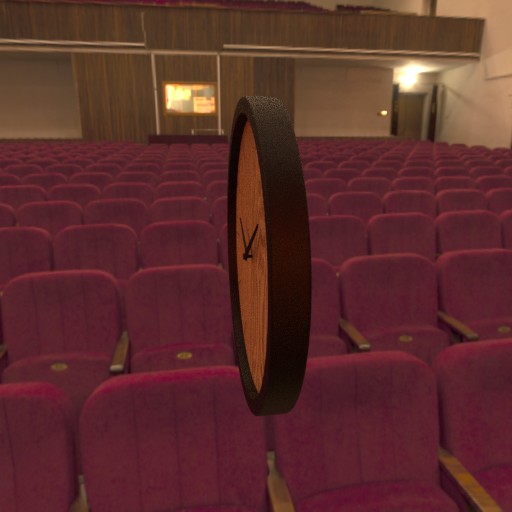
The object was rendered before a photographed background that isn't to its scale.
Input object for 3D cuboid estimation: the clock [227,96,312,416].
[{"bbox_3d":[0.000,0.000,0.462,0.029,0.314,0.314,-2,14,-9],"label":"clock"}]
